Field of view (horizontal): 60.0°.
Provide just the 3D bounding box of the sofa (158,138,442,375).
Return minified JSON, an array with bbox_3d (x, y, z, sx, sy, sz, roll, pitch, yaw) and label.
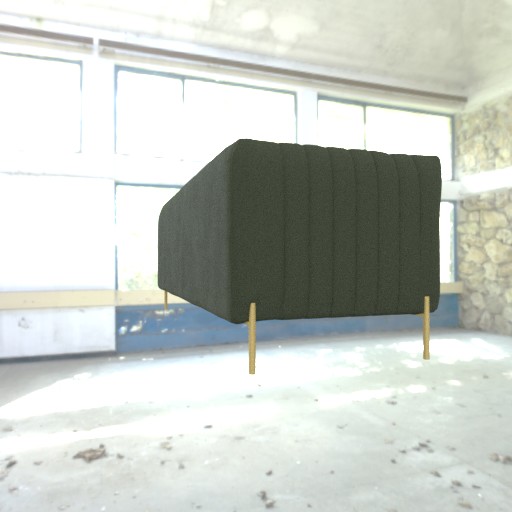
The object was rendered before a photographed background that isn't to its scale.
[{"bbox_3d":[0.000,0.000,2.549,0.896,0.793,2.137,0,-1,-19],"label":"sofa"}]
